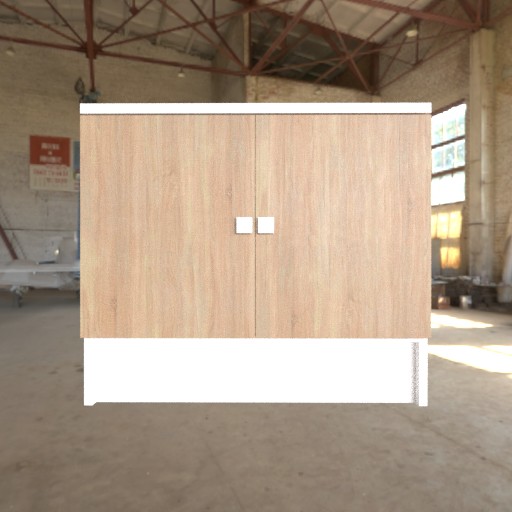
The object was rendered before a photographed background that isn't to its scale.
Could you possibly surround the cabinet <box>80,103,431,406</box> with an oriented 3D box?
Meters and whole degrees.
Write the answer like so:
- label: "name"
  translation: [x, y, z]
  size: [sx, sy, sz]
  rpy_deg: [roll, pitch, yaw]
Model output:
- label: "cabinet"
  translation: [0.000, 0.000, 0.947]
  size: [0.600, 0.522, 0.400]
  rpy_deg: [0, 0, 0]
